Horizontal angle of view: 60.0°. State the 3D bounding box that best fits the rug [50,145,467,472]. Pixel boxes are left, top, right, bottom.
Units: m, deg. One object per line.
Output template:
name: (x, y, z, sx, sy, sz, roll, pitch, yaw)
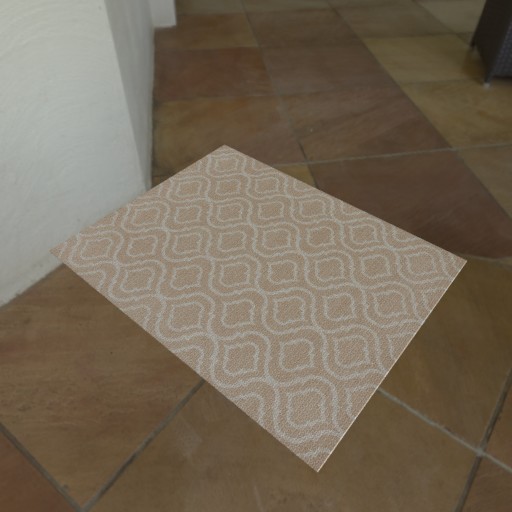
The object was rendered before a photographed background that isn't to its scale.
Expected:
rug: (0.000, 0.000, 3.912, 2.894, 0.013, 2.286, 31, 53, 27)
